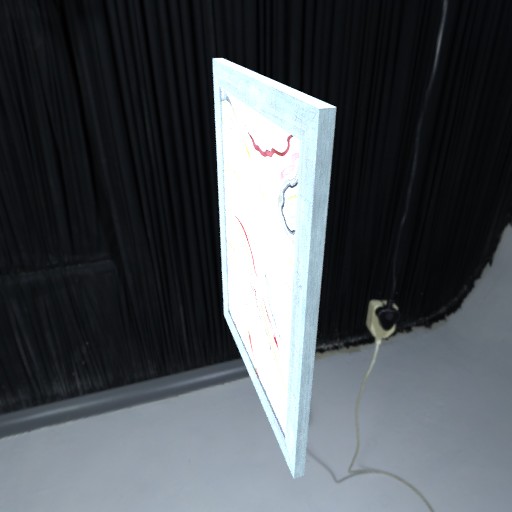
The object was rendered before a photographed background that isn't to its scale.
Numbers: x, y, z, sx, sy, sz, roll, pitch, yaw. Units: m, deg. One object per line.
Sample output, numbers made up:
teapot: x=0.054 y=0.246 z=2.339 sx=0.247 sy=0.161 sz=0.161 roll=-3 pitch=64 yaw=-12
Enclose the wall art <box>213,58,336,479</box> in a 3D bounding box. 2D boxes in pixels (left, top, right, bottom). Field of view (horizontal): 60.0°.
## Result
wall art: x=0.000 y=0.000 z=0.807 sx=0.020 sy=0.613 sz=0.481 roll=-9 pitch=31 yaw=-15
